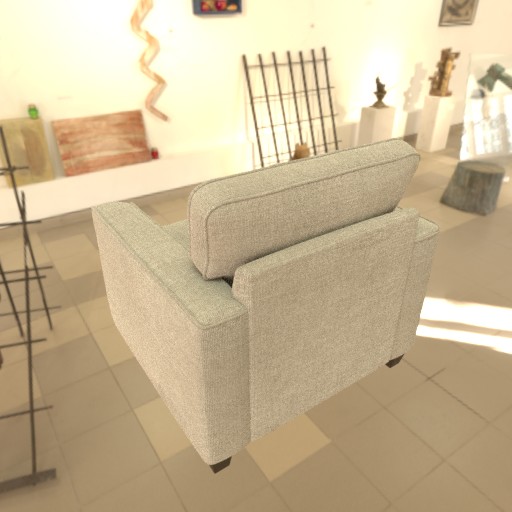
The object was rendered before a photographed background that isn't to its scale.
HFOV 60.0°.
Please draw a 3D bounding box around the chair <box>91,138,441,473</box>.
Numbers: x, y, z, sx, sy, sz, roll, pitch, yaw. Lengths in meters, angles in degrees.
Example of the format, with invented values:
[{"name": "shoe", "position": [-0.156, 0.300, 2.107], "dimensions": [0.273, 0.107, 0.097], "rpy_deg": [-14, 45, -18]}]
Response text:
[{"name": "chair", "position": [0.000, 0.000, 1.755], "dimensions": [1.015, 0.965, 0.939], "rpy_deg": [-19, 35, -29]}]
